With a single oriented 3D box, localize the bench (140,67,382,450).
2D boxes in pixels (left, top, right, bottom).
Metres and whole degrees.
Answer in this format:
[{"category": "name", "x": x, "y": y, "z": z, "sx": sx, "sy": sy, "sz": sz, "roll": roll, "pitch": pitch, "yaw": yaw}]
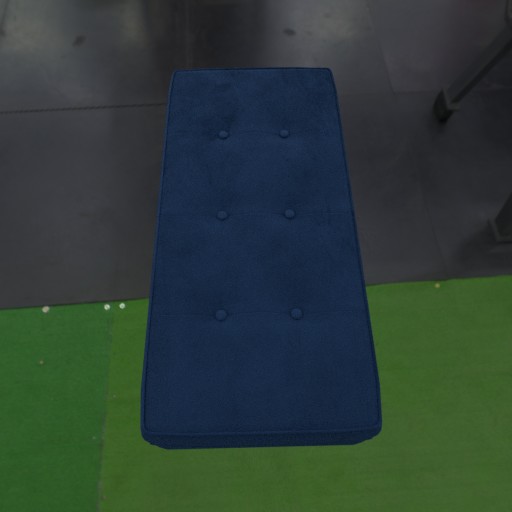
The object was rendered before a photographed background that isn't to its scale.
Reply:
[{"category": "bench", "x": 0.000, "y": 0.000, "z": 1.262, "sx": 0.489, "sy": 0.467, "sz": 1.010, "roll": -1, "pitch": 63, "yaw": -1}]
